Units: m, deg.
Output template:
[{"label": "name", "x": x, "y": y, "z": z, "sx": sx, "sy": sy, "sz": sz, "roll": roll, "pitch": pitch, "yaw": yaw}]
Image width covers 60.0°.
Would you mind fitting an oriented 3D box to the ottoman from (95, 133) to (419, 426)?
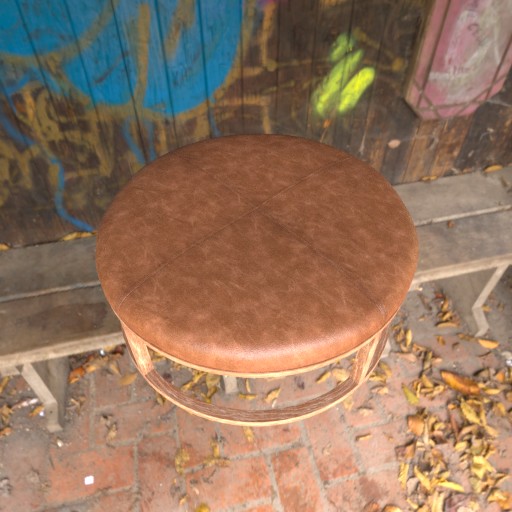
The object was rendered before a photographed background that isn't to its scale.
[{"label": "ottoman", "x": 0.000, "y": 0.000, "z": 1.519, "sx": 1.006, "sy": 0.445, "sz": 1.006, "roll": 0, "pitch": 47, "yaw": 0}]
